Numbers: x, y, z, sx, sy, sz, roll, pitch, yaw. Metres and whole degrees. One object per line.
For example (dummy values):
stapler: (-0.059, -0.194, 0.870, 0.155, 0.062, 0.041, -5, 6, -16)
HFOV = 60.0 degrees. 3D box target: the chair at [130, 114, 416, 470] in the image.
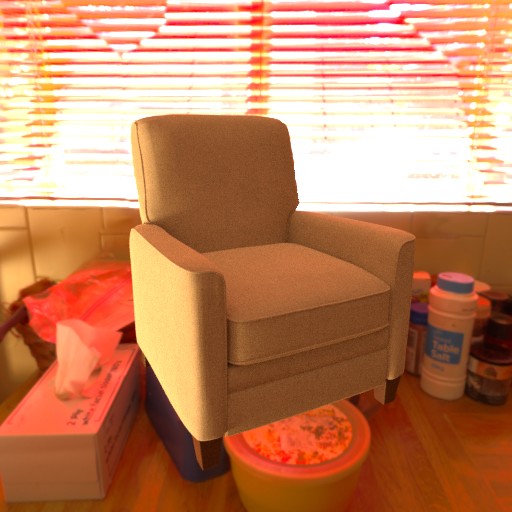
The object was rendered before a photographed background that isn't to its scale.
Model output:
chair: (0.000, 0.000, 1.648, 0.845, 1.023, 0.859, -8, 18, -27)
